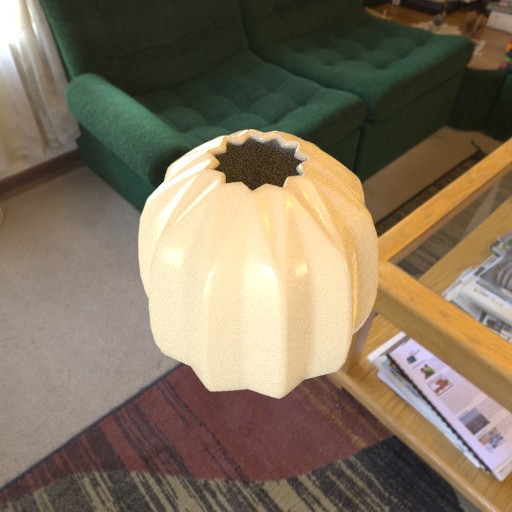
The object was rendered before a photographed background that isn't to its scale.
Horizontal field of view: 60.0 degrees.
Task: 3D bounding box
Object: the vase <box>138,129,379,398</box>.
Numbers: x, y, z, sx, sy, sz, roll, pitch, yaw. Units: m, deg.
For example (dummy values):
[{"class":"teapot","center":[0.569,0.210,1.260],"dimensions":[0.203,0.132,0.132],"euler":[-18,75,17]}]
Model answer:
[{"class":"vase","center":[0.000,0.000,0.257],"dimensions":[0.139,0.134,0.139],"euler":[0,47,0]}]
